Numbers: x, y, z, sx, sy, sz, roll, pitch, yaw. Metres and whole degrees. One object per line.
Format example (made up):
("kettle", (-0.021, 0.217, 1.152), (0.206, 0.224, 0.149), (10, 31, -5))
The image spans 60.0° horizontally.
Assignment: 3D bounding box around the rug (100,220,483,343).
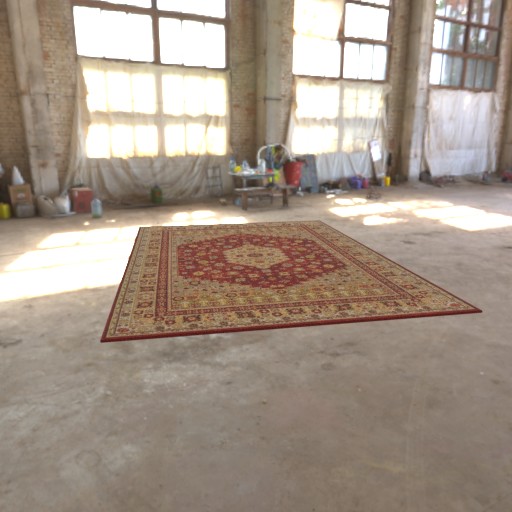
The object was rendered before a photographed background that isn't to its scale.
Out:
("rug", (0.000, 0.000, 2.836), (1.593, 0.013, 2.211), (-3, 15, -10))
